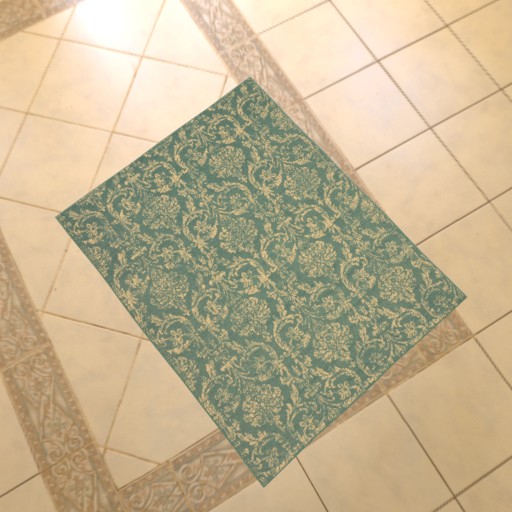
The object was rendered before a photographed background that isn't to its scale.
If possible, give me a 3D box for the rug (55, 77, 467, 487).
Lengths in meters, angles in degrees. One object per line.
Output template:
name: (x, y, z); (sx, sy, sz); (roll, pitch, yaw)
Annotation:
rug: (0.000, 0.000, 4.006); (2.363, 0.012, 2.980); (-39, 78, -10)
